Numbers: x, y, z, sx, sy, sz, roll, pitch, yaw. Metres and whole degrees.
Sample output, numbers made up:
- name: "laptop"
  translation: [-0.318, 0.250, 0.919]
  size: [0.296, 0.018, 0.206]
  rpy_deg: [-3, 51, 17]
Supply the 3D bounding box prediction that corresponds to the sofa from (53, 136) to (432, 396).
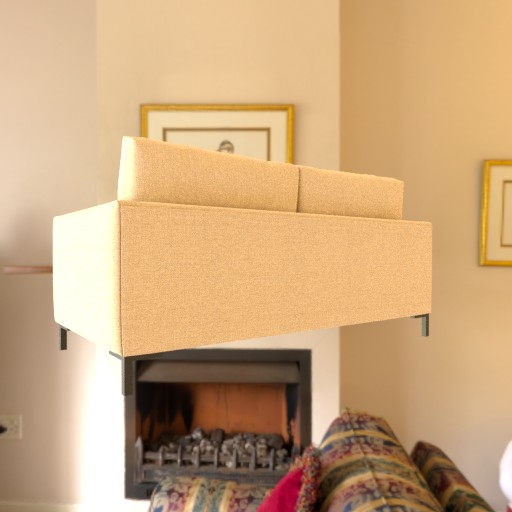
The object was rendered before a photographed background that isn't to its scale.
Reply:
- name: "sofa"
  translation: [0.000, 0.000, 2.094]
  size: [1.651, 0.812, 0.839]
  rpy_deg: [0, 1, -37]
